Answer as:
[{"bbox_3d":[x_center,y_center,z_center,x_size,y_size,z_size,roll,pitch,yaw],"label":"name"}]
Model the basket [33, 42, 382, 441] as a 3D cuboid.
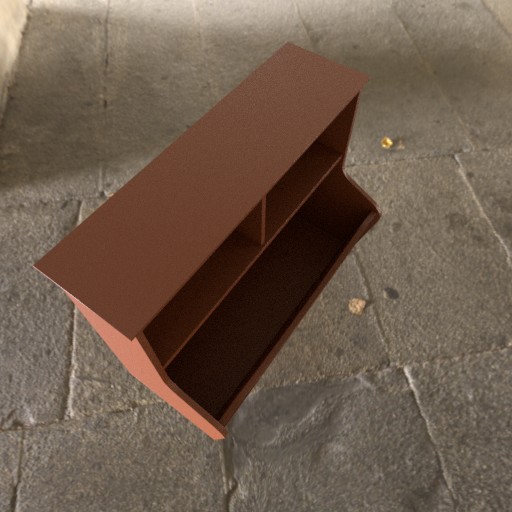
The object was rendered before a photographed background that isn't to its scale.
[{"bbox_3d":[0.000,0.000,1.138,0.376,0.625,0.792,31,63,18],"label":"basket"}]
